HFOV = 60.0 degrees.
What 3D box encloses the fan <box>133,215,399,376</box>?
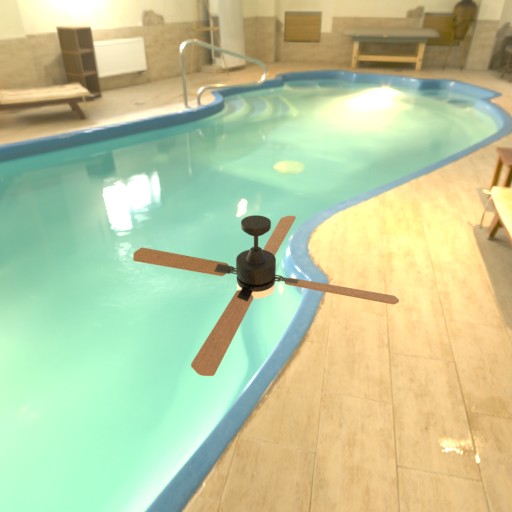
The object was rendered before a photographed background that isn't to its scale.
[{"bbox_3d":[0.000,0.000,2.063,1.320,0.355,1.320,10,33,15],"label":"fan"}]
